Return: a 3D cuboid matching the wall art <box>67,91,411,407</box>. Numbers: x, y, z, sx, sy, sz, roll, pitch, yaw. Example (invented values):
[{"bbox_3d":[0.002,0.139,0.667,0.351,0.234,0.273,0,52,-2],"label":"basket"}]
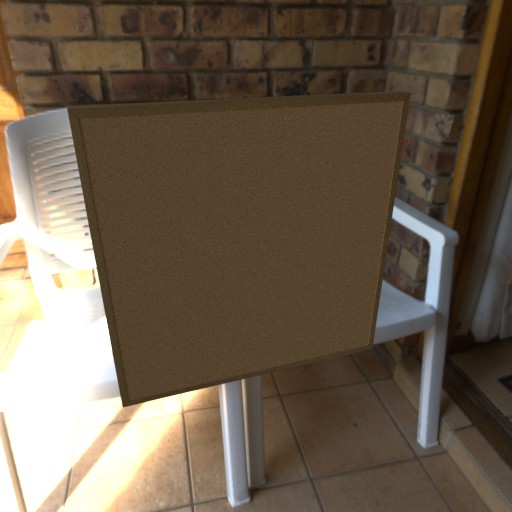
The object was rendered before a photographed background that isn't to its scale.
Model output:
[{"bbox_3d":[0.000,0.000,1.130,0.762,0.762,0.038,-9,28,-17],"label":"wall art"}]
